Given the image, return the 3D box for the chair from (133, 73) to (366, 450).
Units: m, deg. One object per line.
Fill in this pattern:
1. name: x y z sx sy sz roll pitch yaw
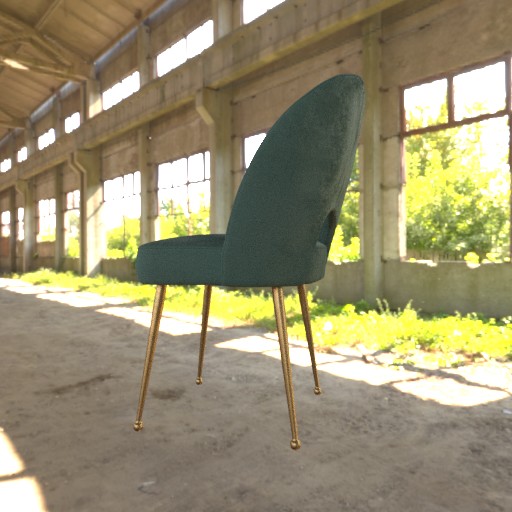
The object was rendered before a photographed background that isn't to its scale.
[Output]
1. chair: 0.000 0.000 1.208 0.577 0.860 0.527 0 1 15
